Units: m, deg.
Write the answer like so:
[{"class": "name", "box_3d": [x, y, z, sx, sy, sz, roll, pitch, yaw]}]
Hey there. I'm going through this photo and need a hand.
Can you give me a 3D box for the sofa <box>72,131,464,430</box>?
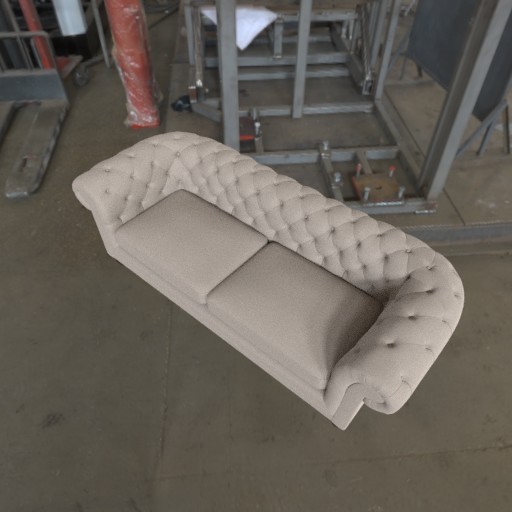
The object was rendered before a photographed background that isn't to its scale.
[{"class": "sofa", "box_3d": [0.000, 0.000, 2.826, 2.411, 0.749, 0.991, 31, 54, 26]}]
